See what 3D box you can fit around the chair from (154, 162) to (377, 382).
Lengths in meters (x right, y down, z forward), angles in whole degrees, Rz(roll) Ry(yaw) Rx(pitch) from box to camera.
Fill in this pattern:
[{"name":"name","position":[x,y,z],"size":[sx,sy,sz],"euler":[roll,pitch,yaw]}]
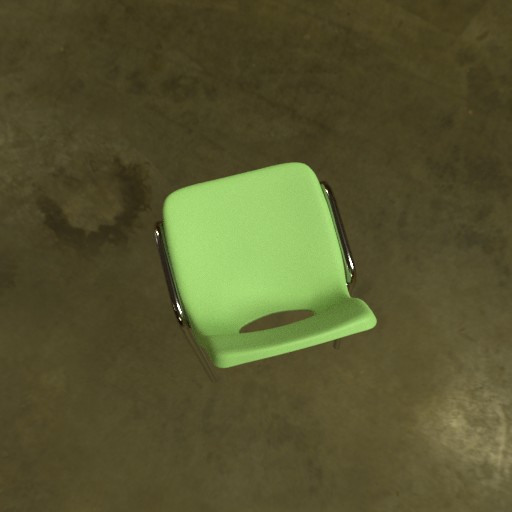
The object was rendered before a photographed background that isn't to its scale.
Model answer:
[{"name":"chair","position":[0.000,0.000,0.911],"size":[0.381,0.653,0.436],"euler":[-14,75,-4]}]
